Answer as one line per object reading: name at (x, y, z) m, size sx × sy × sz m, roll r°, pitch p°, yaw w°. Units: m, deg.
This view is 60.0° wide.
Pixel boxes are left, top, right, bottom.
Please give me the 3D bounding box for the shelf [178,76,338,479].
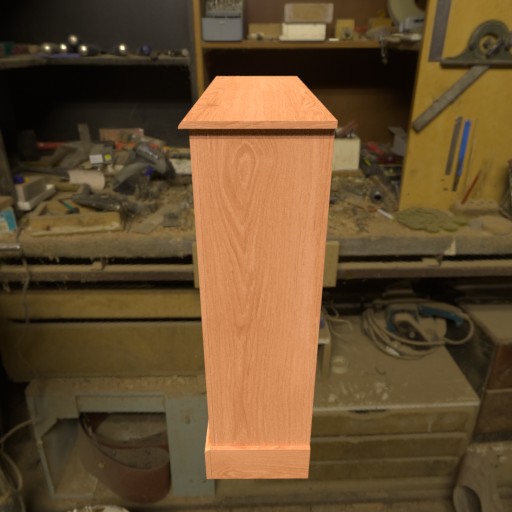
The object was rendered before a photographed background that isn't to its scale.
shelf at (0.000, 0.000, 1.398) m, size 0.291 × 0.980 × 0.840 m, roll 0°, pitch 27°, yaw 0°
